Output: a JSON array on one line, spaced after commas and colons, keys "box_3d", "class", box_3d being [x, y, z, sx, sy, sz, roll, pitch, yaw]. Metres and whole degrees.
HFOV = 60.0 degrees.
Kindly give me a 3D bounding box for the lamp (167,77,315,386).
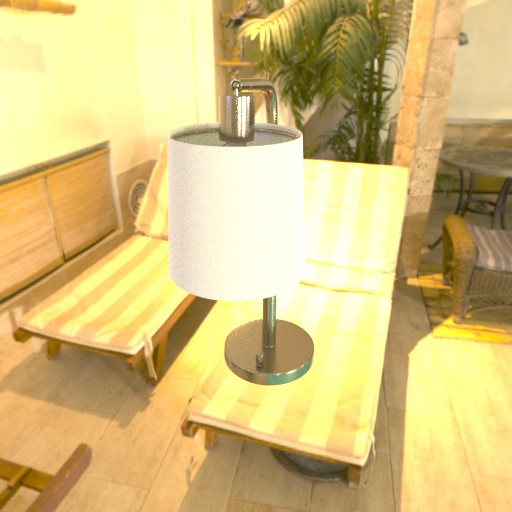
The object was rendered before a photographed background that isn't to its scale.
[{"box_3d": [0.000, 0.000, 0.640, 0.171, 0.489, 0.333, 8, 27, 15], "class": "lamp"}]
